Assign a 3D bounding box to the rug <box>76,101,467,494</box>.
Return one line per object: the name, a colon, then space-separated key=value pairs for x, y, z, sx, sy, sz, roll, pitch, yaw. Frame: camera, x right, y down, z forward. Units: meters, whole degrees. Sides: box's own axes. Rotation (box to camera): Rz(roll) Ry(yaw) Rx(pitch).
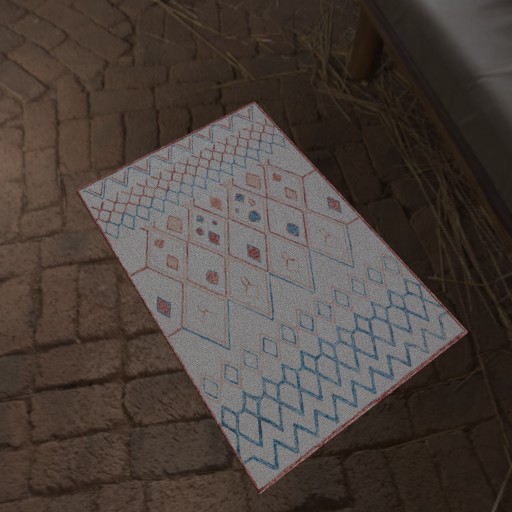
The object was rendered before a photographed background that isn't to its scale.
rug: x=0.000 y=0.000 z=2.318 sx=1.219 sy=0.016 sz=1.829 roll=-31 pitch=67 yaw=-15
